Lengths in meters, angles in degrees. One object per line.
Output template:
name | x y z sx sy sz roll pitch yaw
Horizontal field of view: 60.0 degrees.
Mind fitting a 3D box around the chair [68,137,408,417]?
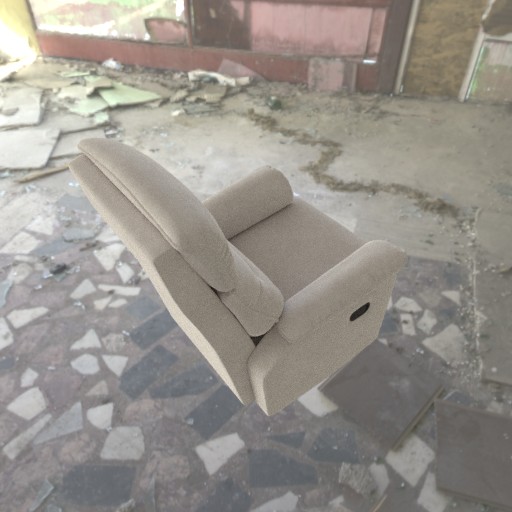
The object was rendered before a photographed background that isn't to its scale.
chair | 0.000 0.000 1.678 1.001 1.039 0.820 -27 48 -27
